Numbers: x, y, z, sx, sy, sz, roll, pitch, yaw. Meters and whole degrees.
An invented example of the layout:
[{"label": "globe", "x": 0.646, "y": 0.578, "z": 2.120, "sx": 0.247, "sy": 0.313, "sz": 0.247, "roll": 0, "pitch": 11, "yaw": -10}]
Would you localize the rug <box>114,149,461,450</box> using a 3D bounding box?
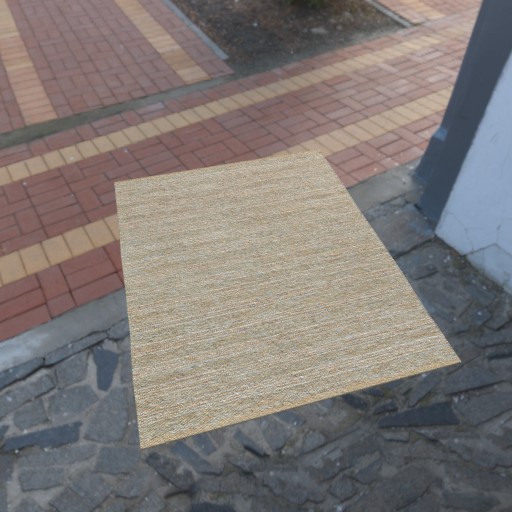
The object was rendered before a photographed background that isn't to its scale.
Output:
[{"label": "rug", "x": 0.000, "y": 0.000, "z": 4.203, "sx": 2.471, "sy": 0.012, "sz": 3.034, "roll": -11, "pitch": 48, "yaw": -11}]
